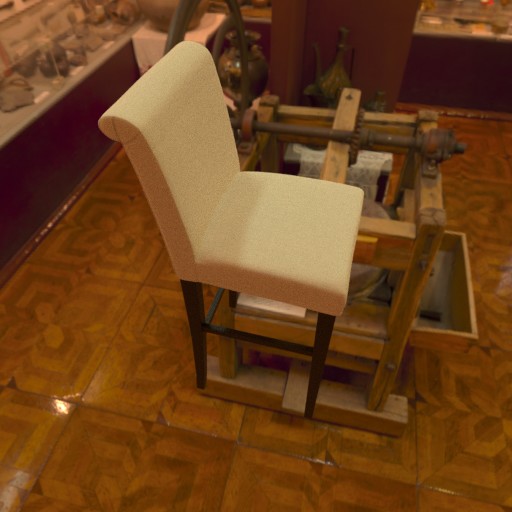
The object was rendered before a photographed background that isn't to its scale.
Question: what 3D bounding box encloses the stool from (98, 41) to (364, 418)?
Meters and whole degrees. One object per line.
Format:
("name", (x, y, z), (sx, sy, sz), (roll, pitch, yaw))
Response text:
("stool", (0.000, 0.000, 1.423), (0.597, 1.124, 0.452), (11, 46, 11))
